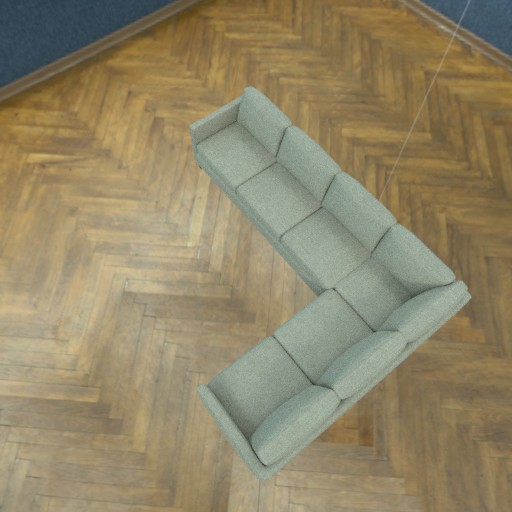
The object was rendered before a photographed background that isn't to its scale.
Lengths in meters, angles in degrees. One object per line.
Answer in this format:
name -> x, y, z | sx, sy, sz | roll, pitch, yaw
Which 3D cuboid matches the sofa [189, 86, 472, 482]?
sofa -> 0.000, 0.000, 4.513 | 2.522, 0.934, 3.333 | -35, 69, -16
